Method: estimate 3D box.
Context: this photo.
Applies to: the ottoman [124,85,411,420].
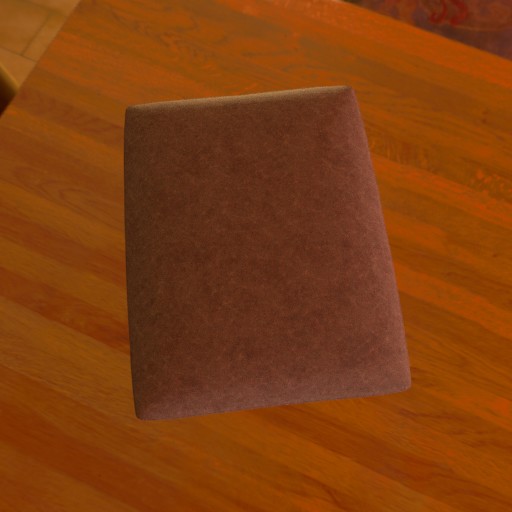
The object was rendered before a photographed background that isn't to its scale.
[{"bbox_3d":[0.000,0.000,1.163,0.584,0.513,0.741,-6,74,-2],"label":"ottoman"}]
